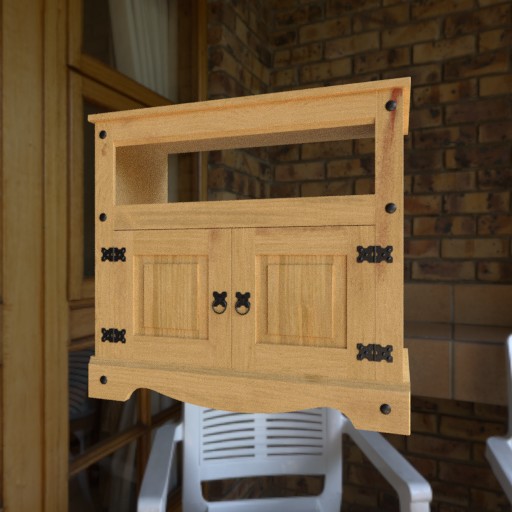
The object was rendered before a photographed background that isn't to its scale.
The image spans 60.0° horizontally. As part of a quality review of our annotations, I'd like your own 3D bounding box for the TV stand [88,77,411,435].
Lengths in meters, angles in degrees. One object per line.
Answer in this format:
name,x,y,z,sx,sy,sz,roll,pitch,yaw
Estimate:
TV stand,0.000,0.000,1.305,0.851,0.787,0.430,0,0,18
